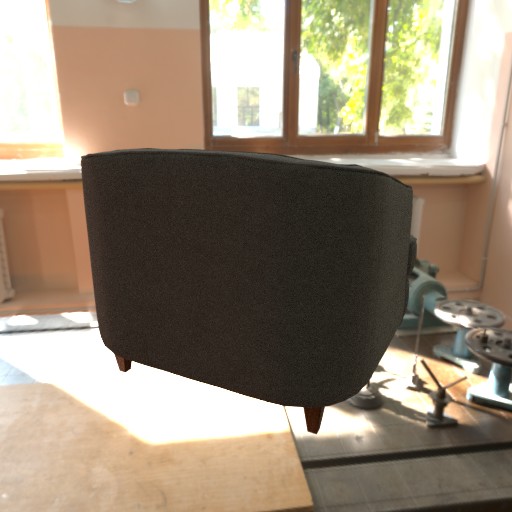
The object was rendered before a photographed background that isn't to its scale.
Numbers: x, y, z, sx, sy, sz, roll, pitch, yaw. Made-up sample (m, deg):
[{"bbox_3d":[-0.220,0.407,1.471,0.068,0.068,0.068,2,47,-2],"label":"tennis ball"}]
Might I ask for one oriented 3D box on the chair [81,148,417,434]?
[{"bbox_3d":[0.000,0.000,1.742,1.104,0.852,0.941,8,18,26],"label":"chair"}]
